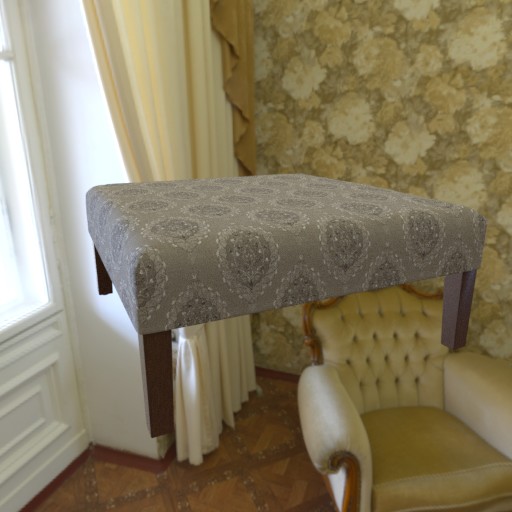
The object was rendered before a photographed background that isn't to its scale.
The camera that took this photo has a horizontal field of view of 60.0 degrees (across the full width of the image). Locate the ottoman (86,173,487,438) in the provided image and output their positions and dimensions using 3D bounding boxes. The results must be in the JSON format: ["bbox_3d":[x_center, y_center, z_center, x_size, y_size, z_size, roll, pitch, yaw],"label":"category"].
[{"bbox_3d":[0.000,0.000,1.365,0.889,0.411,0.890,-8,19,-24],"label":"ottoman"}]
